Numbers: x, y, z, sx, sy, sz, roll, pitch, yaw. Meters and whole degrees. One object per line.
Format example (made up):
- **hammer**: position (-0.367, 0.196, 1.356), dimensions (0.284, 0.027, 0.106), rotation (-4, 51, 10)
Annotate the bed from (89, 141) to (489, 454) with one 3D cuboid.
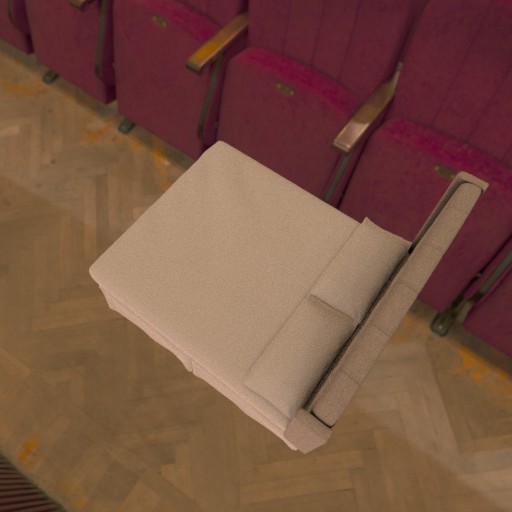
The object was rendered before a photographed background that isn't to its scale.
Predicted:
- **bed**: position (0.000, 0.000, 3.210), dimensions (2.066, 1.665, 1.719), rotation (34, 68, 16)
